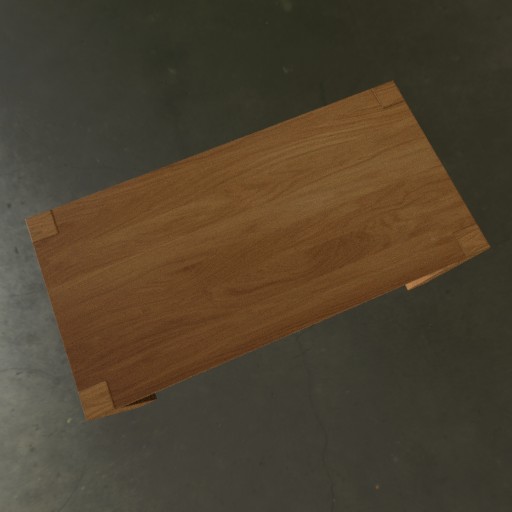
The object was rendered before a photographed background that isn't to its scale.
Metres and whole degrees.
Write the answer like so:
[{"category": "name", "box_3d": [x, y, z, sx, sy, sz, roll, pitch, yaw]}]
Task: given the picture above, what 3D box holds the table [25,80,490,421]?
[{"category": "table", "box_3d": [0.000, 0.000, 2.277, 1.800, 0.760, 0.900, -22, 76, -6]}]
